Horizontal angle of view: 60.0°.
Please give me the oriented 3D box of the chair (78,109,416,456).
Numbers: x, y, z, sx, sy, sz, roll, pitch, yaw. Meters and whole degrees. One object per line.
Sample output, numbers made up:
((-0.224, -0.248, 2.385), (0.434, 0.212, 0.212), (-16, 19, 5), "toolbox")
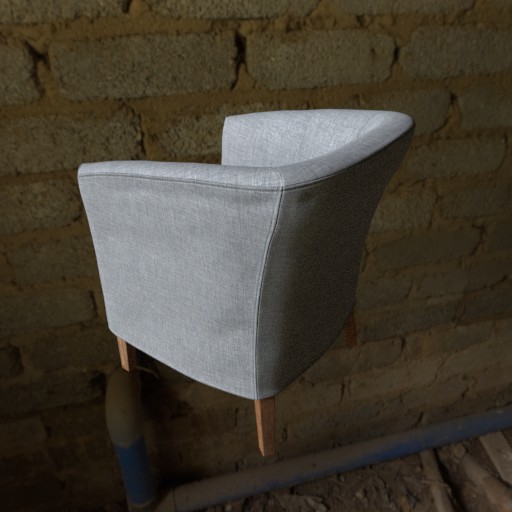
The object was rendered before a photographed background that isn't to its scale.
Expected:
((0.000, 0.000, 1.219), (0.668, 0.771, 0.600), (20, 37, 30), "chair")
